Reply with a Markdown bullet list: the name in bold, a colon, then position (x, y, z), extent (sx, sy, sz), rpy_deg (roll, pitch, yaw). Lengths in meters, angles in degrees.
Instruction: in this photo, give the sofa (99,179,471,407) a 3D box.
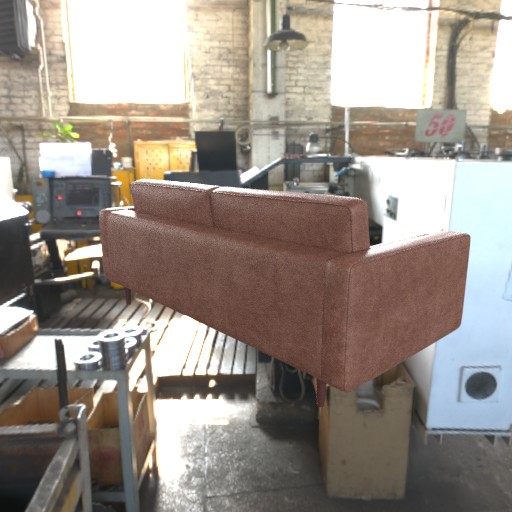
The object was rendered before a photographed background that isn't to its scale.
- **sofa**: position (0.000, 0.000, 2.349), extent (0.910, 0.760, 1.870), rpy_deg (-12, 17, -41)
